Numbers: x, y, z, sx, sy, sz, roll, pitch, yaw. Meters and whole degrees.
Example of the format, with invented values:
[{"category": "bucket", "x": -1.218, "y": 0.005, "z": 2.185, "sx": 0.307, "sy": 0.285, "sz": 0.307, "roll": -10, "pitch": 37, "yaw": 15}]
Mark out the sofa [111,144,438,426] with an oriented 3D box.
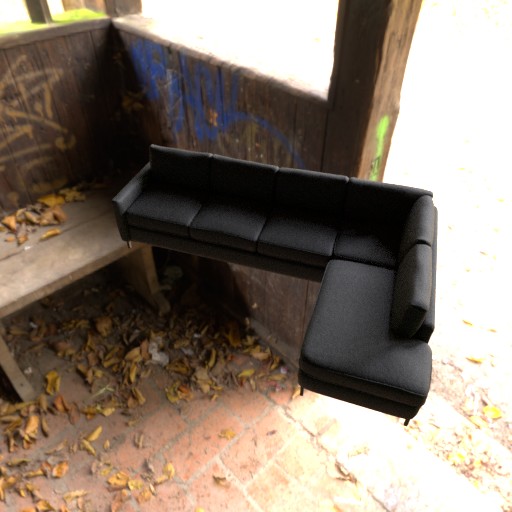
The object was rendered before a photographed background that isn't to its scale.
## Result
[{"category": "sofa", "x": 0.000, "y": 0.000, "z": 3.854, "sx": 2.972, "sy": 0.858, "sz": 1.984, "roll": 13, "pitch": 44, "yaw": 13}]
